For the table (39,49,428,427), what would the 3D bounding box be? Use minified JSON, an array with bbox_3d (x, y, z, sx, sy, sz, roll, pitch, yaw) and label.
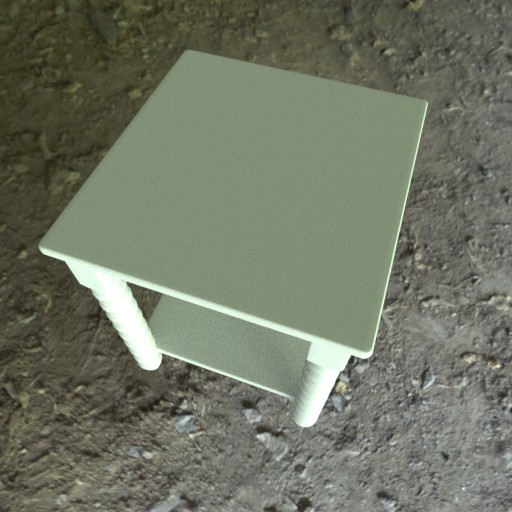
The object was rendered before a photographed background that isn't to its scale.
[{"bbox_3d":[0.000,0.000,0.976,0.500,0.563,0.533,17,58,11],"label":"table"}]
